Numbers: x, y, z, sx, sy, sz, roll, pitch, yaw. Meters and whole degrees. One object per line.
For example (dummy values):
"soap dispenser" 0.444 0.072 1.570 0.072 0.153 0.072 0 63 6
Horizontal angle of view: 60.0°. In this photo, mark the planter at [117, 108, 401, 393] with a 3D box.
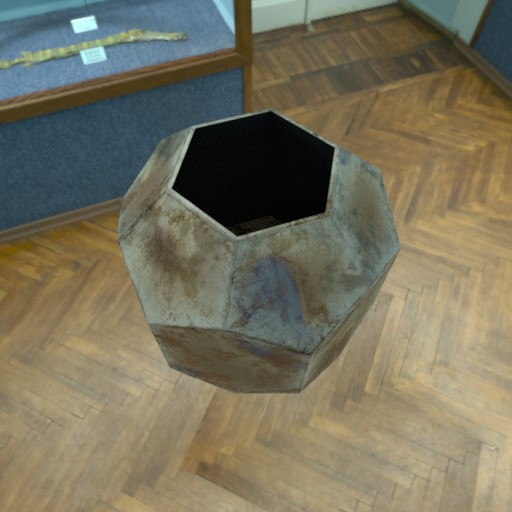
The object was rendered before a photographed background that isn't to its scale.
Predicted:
"planter" 0.000 0.000 0.420 0.221 0.238 0.243 -16 59 -10
